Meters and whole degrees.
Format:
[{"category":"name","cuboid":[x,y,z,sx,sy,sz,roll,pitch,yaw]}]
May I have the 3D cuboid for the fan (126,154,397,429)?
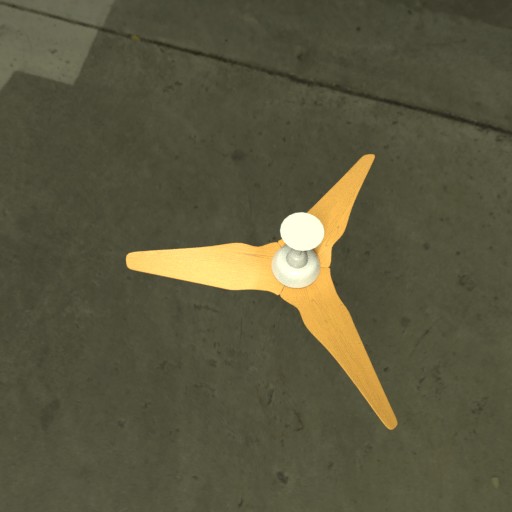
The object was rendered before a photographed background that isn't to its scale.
[{"category":"fan","cuboid":[0.000,0.000,1.612,1.010,0.355,1.142,1,63,1]}]
